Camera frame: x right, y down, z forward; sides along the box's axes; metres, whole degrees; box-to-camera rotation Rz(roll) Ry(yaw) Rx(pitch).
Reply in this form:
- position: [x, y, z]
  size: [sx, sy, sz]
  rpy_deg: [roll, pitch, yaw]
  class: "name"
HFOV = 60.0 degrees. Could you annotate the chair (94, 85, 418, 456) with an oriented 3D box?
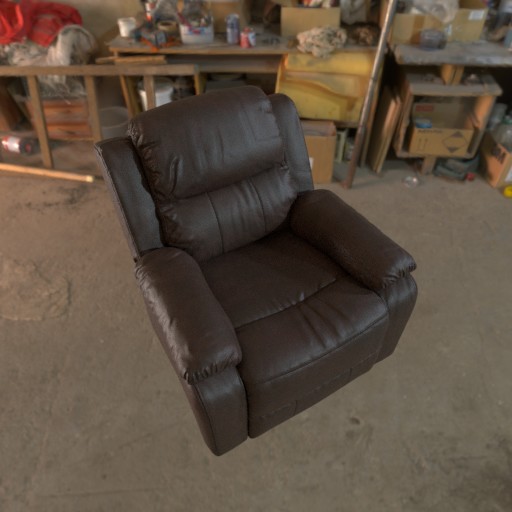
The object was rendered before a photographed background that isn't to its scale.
- position: [0.000, 0.000, 1.246]
  size: [0.680, 0.702, 0.707]
  rpy_deg: [-23, 49, -21]
  class: "chair"
